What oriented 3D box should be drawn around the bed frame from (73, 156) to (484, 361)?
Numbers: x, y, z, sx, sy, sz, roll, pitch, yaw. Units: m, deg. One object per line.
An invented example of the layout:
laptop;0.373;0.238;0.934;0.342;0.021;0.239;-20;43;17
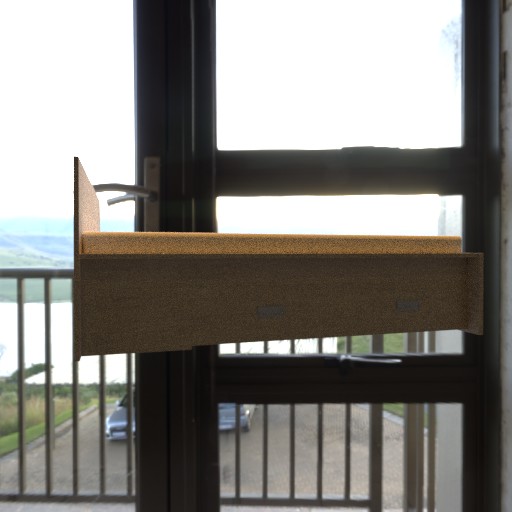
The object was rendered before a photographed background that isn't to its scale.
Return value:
bed frame;0.000;0.000;2.778;1.960;0.800;1.622;0;1;-17
